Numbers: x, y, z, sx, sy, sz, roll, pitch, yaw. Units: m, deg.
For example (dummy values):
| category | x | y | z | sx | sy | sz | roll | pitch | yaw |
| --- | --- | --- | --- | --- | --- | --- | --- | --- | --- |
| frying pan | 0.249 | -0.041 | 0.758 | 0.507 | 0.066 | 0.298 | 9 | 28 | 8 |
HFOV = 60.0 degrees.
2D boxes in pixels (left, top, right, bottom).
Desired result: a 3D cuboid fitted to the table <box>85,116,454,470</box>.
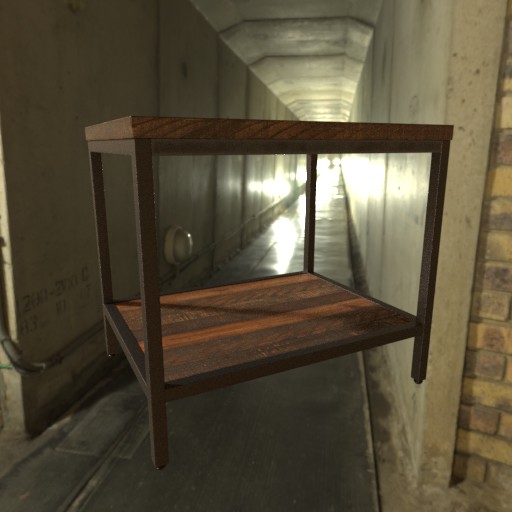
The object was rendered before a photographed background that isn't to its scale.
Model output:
| category | x | y | z | sx | sy | sz | roll | pitch | yaw |
| --- | --- | --- | --- | --- | --- | --- | --- | --- | --- |
| table | 0.000 | 0.000 | 1.090 | 0.678 | 0.612 | 0.524 | -7 | 16 | -26 |
